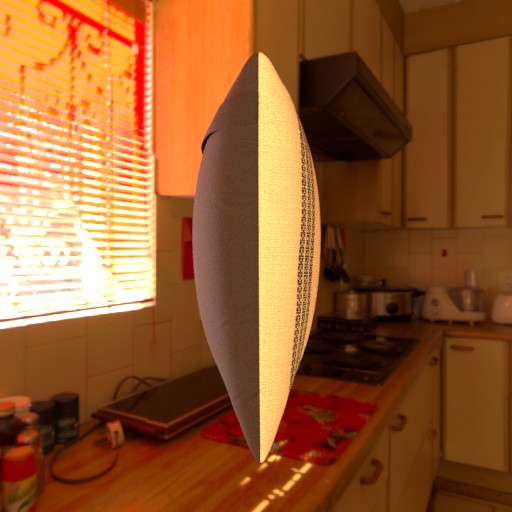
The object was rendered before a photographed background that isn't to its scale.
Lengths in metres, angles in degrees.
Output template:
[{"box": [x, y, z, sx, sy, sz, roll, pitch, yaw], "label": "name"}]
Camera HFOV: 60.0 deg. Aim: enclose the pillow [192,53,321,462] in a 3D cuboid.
[{"box": [0.000, 0.000, 0.632, 0.173, 0.406, 0.405, 0, 0, -1], "label": "pillow"}]
